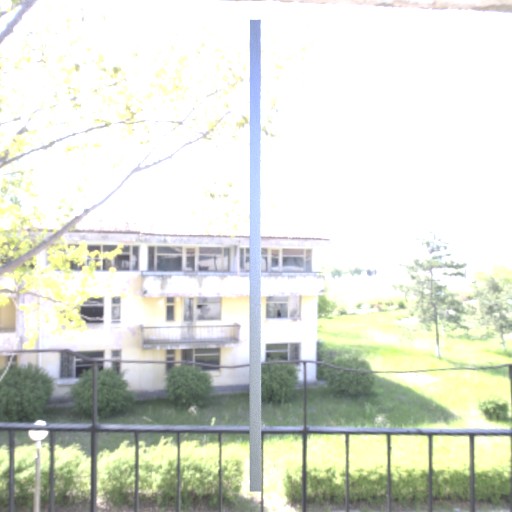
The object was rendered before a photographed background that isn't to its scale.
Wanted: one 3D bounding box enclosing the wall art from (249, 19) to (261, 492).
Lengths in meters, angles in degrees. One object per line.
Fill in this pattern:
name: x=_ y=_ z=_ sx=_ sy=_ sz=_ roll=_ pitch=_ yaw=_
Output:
wall art: x=0.000 y=0.000 z=0.683 sx=0.013 sy=0.529 sz=0.376 roll=0 pitch=-1 yaw=0
